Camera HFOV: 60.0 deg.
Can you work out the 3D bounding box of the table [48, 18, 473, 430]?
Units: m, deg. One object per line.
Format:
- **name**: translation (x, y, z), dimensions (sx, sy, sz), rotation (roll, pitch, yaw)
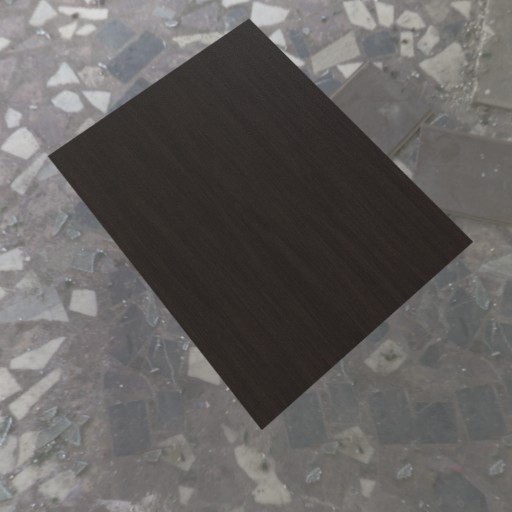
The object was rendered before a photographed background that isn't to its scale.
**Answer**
- **table**: translation (0.000, 0.000, 0.926), dimensions (0.381, 0.635, 0.480), rotation (-39, 78, -10)
